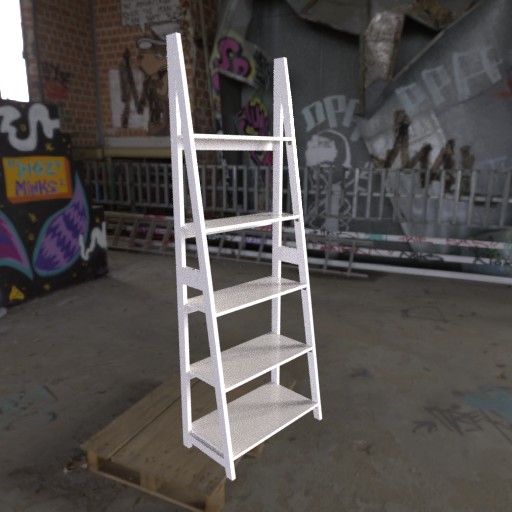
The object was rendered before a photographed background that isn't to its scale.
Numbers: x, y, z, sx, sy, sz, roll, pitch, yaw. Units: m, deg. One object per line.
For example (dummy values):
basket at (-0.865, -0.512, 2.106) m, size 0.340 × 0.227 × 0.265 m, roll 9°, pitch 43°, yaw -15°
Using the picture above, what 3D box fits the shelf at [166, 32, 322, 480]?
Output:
shelf at (0.000, 0.000, 1.997) m, size 0.341 × 1.779 × 0.636 m, roll 13°, pitch 18°, yaw 43°
